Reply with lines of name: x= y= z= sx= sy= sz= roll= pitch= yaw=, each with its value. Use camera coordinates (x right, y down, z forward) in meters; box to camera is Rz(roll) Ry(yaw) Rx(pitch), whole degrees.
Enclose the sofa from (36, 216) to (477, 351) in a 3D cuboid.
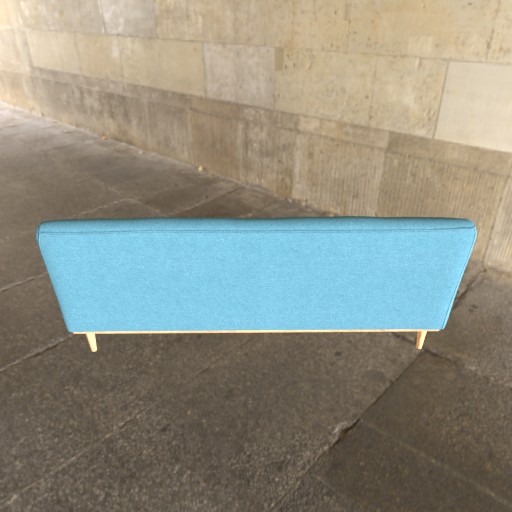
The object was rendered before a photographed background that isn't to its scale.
sofa: x=0.000 y=0.000 z=2.584 sx=2.057 sy=0.871 sz=0.978 roll=0 pitch=29 yaw=-1
